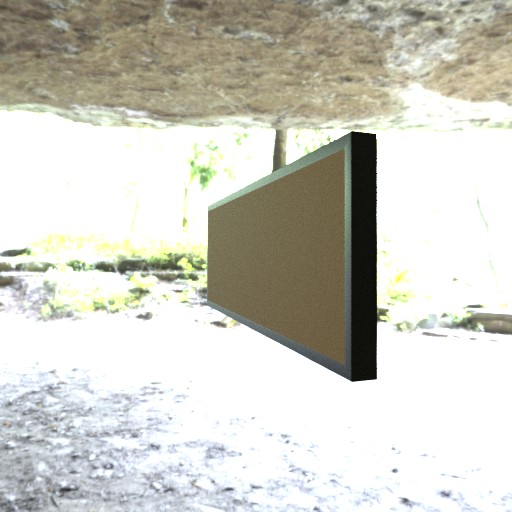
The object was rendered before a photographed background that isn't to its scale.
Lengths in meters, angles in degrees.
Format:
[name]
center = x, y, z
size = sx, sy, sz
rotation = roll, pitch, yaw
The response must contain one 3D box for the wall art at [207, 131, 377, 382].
[wall art]
center = 0.000, 0.000, 0.949
size = 0.037, 0.303, 0.860
rotation = 0, 0, -18
